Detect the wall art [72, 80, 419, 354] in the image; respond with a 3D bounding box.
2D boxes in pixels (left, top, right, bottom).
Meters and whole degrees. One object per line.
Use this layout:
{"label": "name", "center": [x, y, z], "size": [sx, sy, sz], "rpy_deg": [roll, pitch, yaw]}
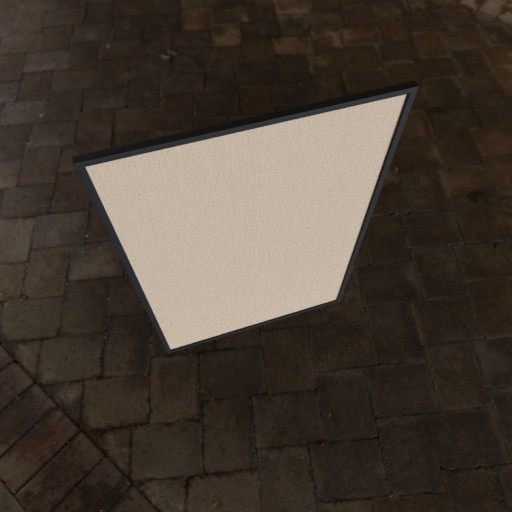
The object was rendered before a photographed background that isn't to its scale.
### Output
{"label": "wall art", "center": [0.000, 0.000, 0.841], "size": [0.457, 0.657, 0.013], "rpy_deg": [-15, 59, -9]}
